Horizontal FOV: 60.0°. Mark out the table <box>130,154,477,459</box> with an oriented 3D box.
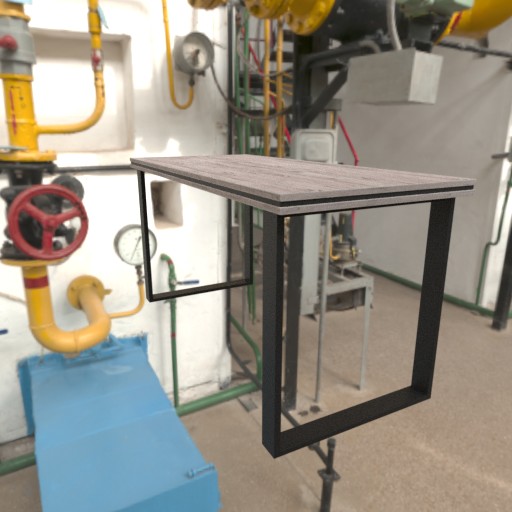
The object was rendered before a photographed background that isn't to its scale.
[{"bbox_3d":[0.000,0.000,2.240,0.795,0.899,1.778,-8,18,-27],"label":"table"}]
